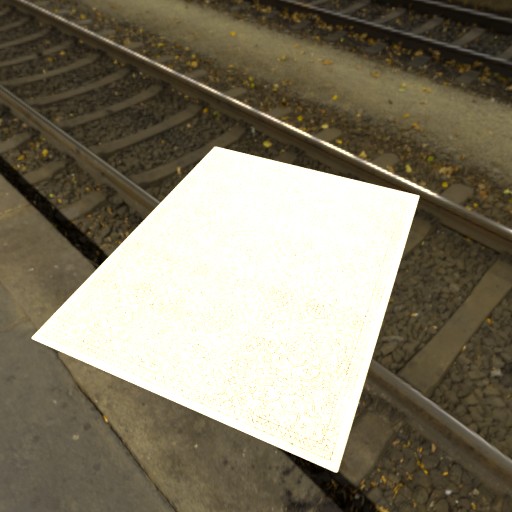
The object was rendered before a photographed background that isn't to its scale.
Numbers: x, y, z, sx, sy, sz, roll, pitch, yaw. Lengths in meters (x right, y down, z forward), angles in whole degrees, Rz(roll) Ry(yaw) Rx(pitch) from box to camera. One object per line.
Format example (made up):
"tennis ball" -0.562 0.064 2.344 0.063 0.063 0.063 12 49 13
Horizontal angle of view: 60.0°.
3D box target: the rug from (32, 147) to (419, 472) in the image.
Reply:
"rug" 0.000 0.000 4.055 2.441 0.015 3.050 17 47 17
